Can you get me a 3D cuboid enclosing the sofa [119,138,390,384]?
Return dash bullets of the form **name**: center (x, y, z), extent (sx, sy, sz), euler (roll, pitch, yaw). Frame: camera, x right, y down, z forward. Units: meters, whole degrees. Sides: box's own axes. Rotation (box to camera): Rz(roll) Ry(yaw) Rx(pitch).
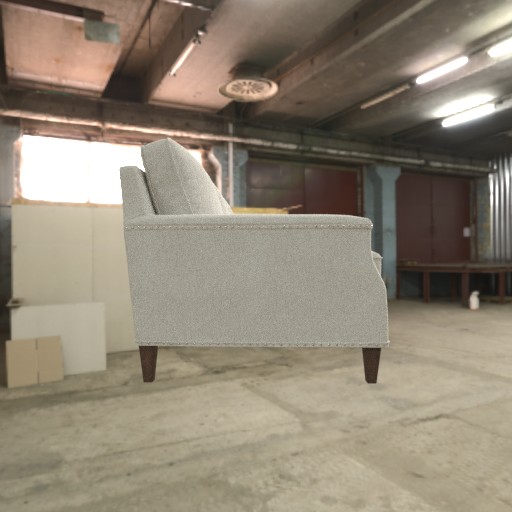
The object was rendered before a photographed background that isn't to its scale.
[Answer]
- **sofa**: center (0.000, 0.000, 2.818), extent (1.084, 1.003, 2.246), euler (0, 0, 1)
